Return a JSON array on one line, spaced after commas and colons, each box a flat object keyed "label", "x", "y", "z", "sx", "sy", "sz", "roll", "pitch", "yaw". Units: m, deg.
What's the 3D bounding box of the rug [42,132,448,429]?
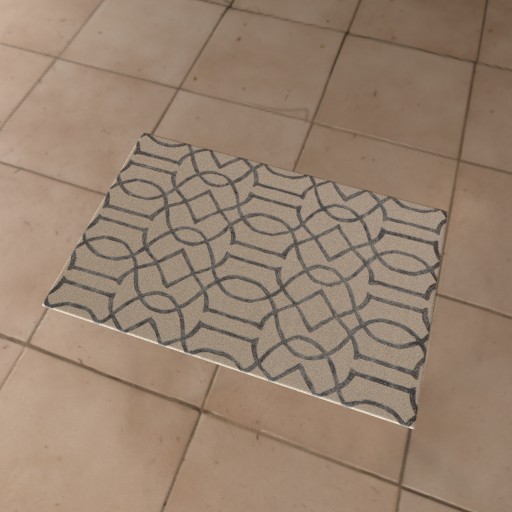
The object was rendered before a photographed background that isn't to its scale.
[{"label": "rug", "x": 0.000, "y": 0.000, "z": 2.976, "sx": 2.365, "sy": 0.017, "sz": 1.521, "roll": 16, "pitch": 64, "yaw": 8}]
